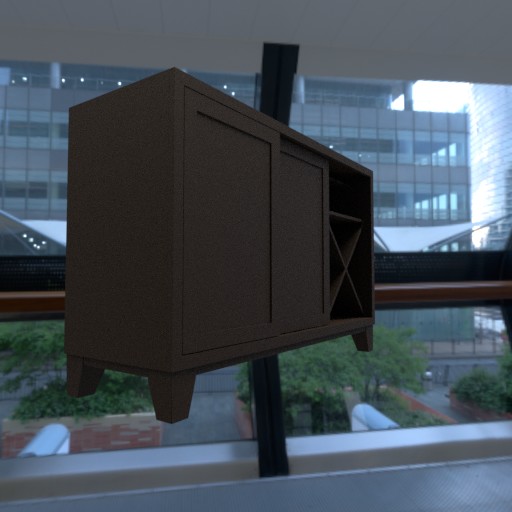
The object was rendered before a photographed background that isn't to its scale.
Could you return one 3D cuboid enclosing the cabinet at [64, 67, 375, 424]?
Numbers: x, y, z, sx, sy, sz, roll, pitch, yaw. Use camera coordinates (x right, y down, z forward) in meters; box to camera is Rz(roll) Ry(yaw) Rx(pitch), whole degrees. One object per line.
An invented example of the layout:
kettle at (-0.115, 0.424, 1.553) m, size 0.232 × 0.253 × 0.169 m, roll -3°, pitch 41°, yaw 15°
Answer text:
cabinet at (0.000, 0.000, 1.832) m, size 0.482 × 0.914 × 1.396 m, roll -2°, pitch -3°, yaw 36°
